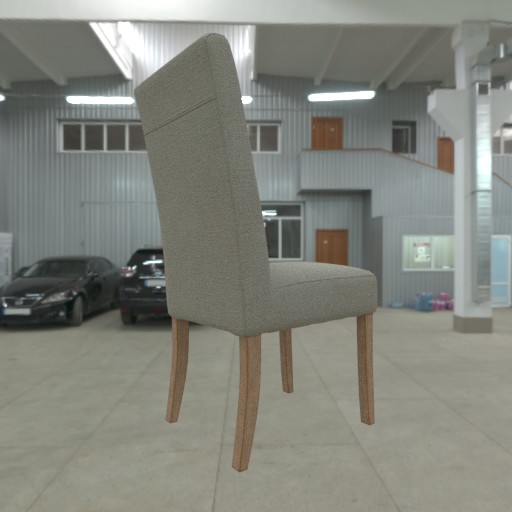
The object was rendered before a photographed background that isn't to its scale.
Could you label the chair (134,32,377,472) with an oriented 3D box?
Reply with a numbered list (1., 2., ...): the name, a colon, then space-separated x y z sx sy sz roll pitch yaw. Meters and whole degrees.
1. chair: 0.000 0.000 1.344 0.611 1.033 0.450 -1 1 -37
